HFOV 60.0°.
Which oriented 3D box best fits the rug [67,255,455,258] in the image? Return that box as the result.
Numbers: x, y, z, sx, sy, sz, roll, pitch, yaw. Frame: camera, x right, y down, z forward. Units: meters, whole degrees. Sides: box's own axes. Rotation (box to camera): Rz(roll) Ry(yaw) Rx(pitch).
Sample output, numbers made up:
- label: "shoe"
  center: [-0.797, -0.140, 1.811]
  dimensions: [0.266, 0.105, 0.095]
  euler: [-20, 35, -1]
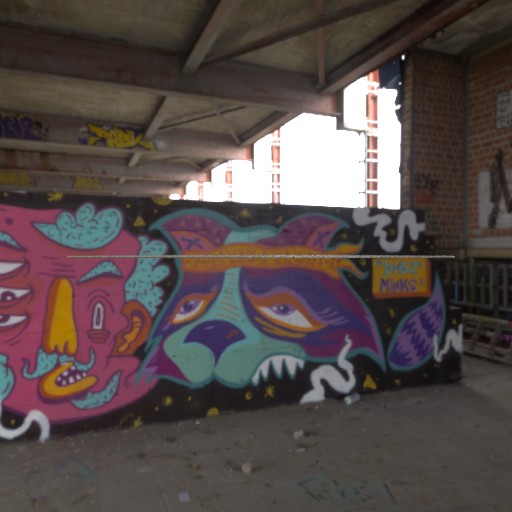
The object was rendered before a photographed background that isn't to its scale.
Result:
- label: "rug"
  center: [0.000, 0.000, 3.725]
  dimensions: [2.005, 0.013, 2.890]
  euler: [0, 0, -1]
